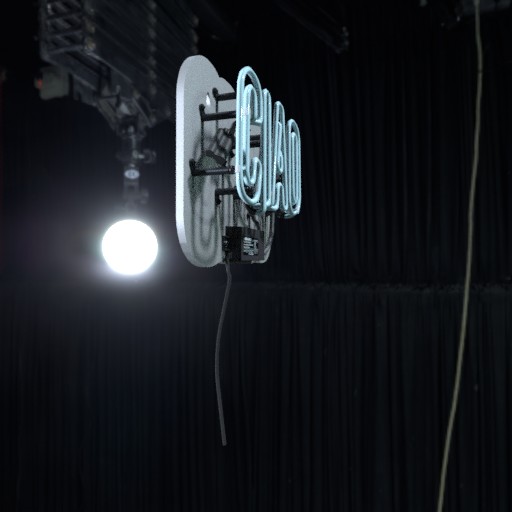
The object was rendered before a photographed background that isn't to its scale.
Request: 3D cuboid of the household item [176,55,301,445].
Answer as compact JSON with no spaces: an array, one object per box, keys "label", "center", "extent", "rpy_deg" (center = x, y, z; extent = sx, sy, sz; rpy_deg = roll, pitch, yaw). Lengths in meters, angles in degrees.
[{"label":"household item","center":[0.000,0.000,0.390],"extent":[0.042,0.294,0.211],"rpy_deg":[0,0,18]}]
